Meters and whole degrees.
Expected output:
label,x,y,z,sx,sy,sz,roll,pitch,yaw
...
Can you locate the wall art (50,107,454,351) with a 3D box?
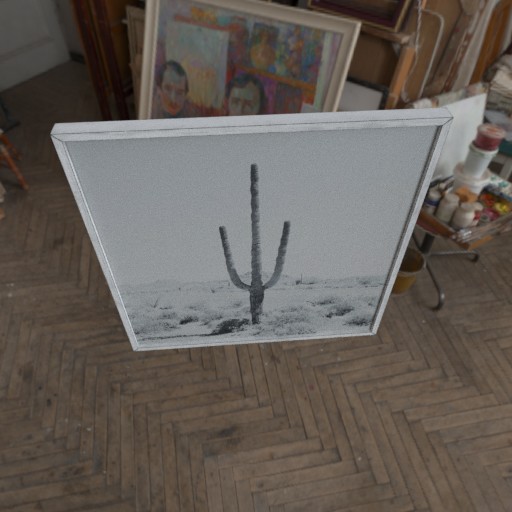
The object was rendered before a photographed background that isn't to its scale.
label,x,y,z,sx,sy,sz,roll,pitch,yaw
wall art,0.000,0.000,1.126,0.762,0.762,0.038,-3,47,-3
